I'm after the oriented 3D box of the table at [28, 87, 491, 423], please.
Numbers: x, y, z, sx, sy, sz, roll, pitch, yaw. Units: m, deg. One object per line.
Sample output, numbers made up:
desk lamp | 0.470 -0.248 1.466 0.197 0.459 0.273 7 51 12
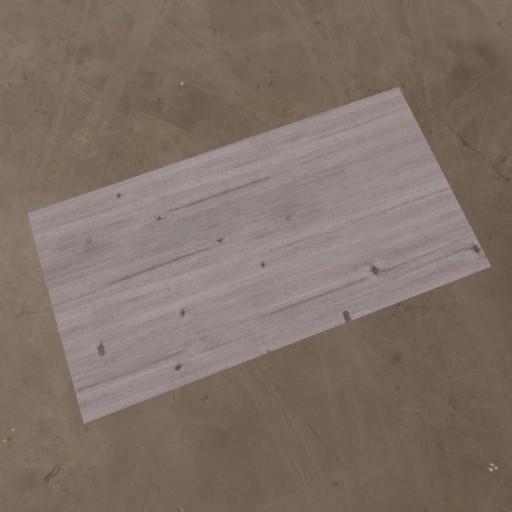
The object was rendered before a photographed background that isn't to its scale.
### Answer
table | 0.000 0.000 1.662 1.350 0.450 0.700 -20 77 -5
